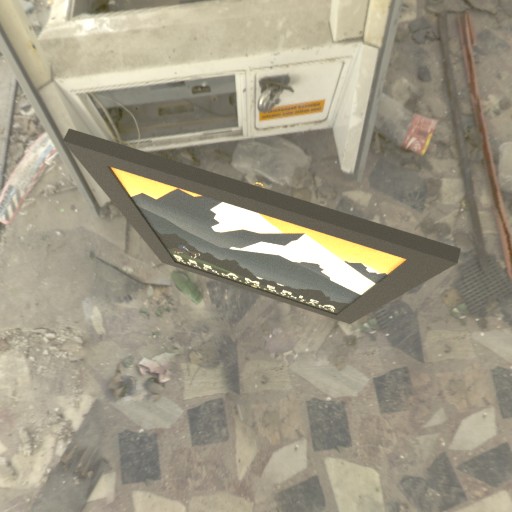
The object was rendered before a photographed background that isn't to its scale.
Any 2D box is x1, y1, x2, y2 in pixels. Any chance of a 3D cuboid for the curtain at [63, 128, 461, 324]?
[{"bbox_3d":[0.000,0.000,0.800,0.483,0.585,0.027,18,75,5],"label":"curtain"}]
